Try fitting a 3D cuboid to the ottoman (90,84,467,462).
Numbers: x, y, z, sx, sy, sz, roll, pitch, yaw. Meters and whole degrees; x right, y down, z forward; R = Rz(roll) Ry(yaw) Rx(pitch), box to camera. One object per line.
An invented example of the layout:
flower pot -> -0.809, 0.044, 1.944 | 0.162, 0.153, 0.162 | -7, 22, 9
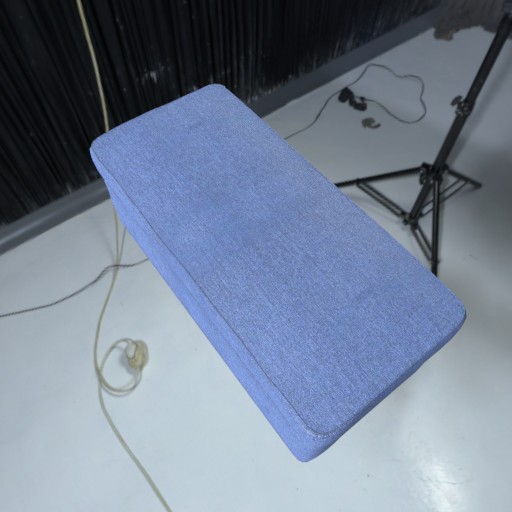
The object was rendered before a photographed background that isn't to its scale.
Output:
ottoman -> 0.000, 0.000, 1.388 | 0.515, 0.460, 1.110 | -33, 63, -19
